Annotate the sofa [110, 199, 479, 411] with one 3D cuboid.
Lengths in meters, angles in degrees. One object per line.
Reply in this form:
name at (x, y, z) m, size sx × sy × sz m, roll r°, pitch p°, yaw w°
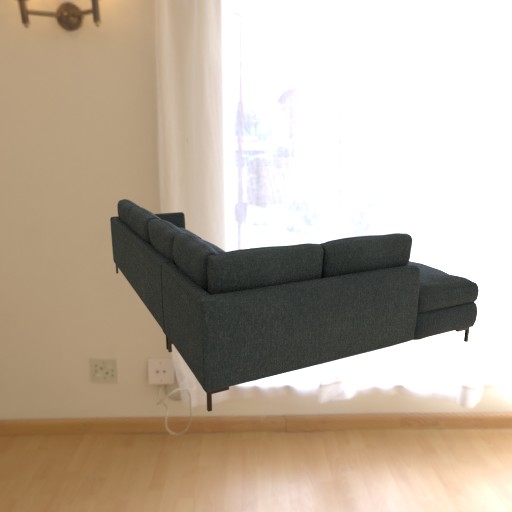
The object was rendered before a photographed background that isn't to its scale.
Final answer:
sofa at (0.000, 0.000, 3.868) m, size 2.007 × 0.815 × 2.949 m, roll -7°, pitch 16°, yaw -25°
